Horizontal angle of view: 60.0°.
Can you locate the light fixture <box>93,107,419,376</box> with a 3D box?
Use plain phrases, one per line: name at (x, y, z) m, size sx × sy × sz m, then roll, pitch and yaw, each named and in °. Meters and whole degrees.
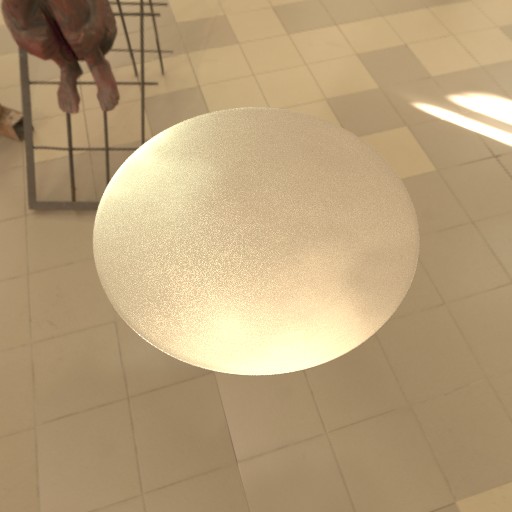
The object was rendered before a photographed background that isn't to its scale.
light fixture at (0.000, 0.000, 0.443) m, size 0.280 × 0.135 × 0.280 m, roll 0°, pitch 58°, yaw 0°
